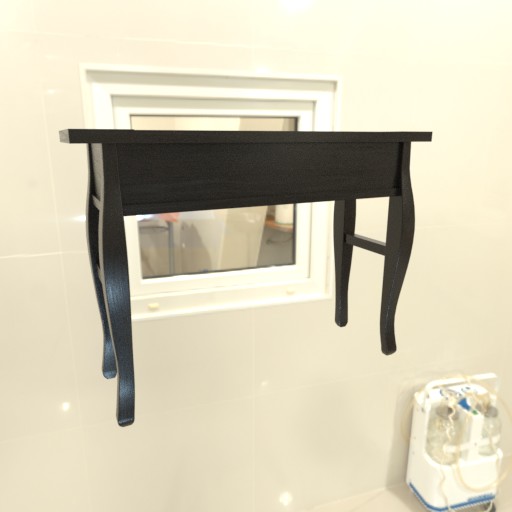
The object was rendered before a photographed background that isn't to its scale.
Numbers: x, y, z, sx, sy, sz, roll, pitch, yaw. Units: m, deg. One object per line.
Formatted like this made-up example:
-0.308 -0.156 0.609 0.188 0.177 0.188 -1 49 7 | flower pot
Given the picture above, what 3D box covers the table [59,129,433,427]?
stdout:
0.000 0.000 1.418 1.062 0.768 0.373 -7 17 -25 | table
